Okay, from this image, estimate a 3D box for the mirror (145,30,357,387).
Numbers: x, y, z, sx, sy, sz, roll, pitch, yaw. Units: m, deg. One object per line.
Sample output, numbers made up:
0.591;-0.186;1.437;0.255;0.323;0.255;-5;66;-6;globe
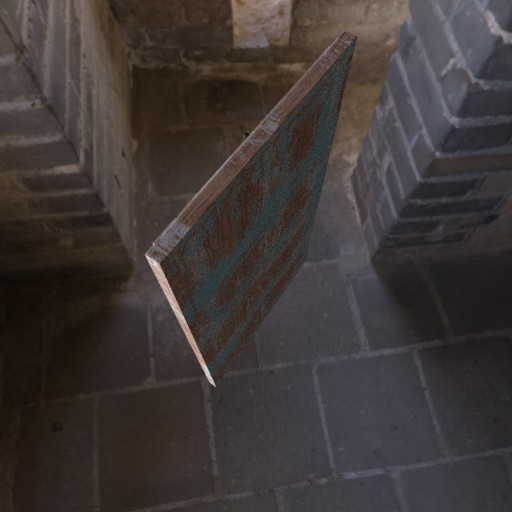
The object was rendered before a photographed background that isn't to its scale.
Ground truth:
0.000;0.000;1.451;0.083;1.213;0.707;32;68;14;mirror
